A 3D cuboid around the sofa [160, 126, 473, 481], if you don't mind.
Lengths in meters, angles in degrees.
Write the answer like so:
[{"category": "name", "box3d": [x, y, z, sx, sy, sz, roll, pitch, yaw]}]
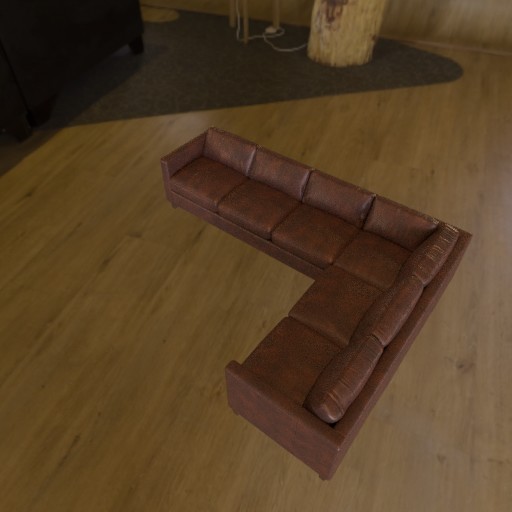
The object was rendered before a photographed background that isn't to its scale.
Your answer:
[{"category": "sofa", "box3d": [0.000, 0.000, 4.224, 3.152, 0.836, 2.438, 29, 52, 25]}]
